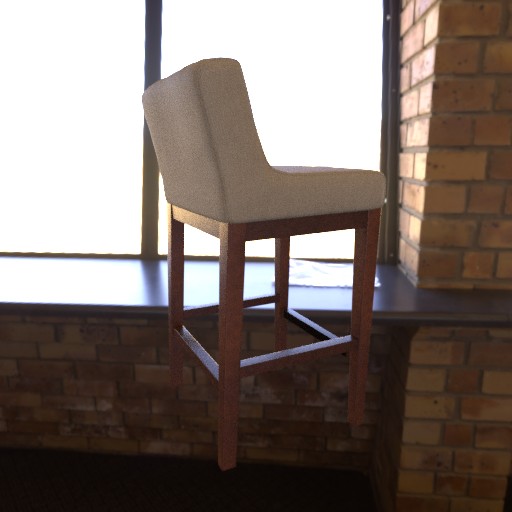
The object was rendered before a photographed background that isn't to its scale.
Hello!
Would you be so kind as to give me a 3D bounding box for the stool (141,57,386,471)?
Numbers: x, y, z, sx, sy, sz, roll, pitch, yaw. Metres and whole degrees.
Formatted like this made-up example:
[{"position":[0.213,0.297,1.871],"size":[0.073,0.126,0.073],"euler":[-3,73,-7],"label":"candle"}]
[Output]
[{"position":[0.000,0.000,1.247],"size":[0.500,0.937,0.511],"euler":[-6,15,-26],"label":"stool"}]
